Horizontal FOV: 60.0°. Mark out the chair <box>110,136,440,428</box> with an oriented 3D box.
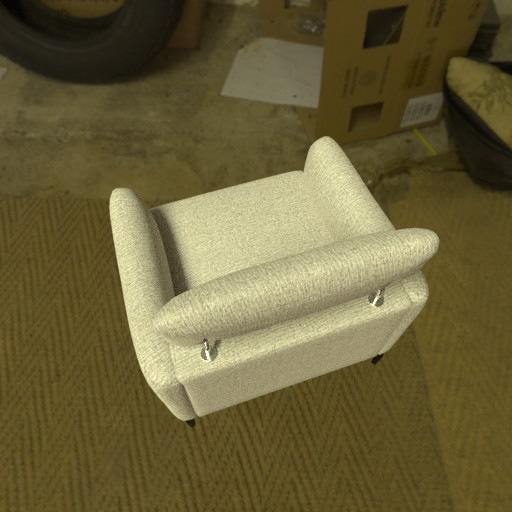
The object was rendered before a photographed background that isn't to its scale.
[{"bbox_3d":[0.000,0.000,1.641,0.972,0.967,0.835,-16,61,-9],"label":"chair"}]
